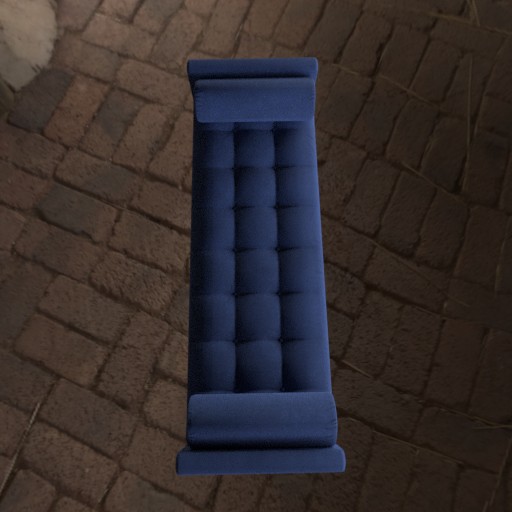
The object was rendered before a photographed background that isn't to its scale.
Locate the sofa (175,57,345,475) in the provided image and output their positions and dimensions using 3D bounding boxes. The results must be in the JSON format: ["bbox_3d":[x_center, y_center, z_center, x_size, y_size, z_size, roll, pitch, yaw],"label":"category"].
[{"bbox_3d":[0.000,0.000,2.322,0.686,0.635,1.981,-1,74,0],"label":"sofa"}]
